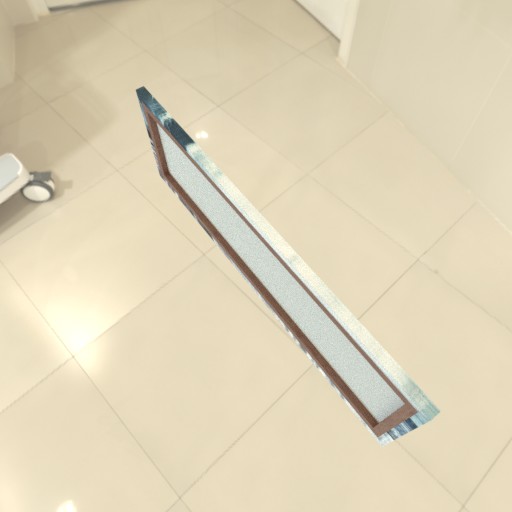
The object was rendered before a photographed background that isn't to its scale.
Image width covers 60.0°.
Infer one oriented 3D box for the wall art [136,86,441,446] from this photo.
[{"bbox_3d":[0.000,0.000,1.641,0.037,0.509,1.524,-33,65,-17],"label":"wall art"}]
